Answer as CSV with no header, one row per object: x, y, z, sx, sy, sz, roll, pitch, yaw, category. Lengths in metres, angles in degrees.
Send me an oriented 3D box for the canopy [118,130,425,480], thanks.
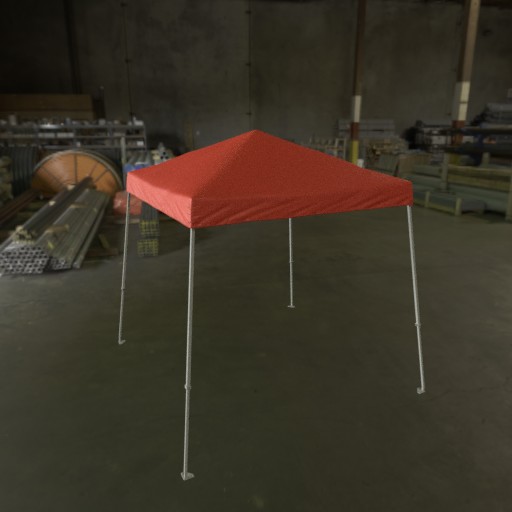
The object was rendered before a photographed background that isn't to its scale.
0.000,0.000,5.206,2.850,2.850,2.849,-8,18,-26,canopy
